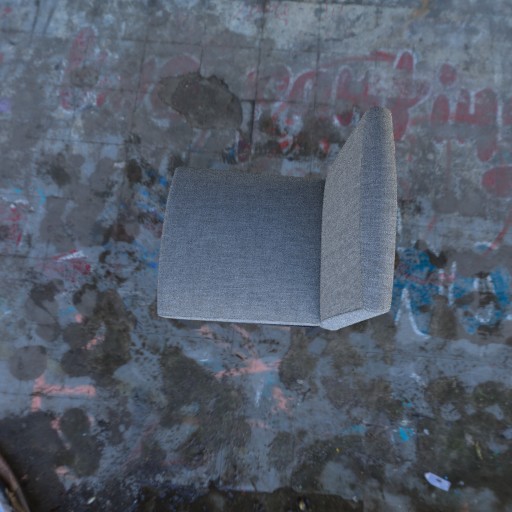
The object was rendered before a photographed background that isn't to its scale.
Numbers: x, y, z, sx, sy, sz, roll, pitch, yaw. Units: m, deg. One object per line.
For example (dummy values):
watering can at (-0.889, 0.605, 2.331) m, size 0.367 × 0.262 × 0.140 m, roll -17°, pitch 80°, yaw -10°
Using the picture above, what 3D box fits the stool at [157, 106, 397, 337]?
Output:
stool at (0.000, 0.000, 1.415) m, size 0.552 × 1.138 × 0.451 m, roll 4°, pitch 76°, yaw 1°
